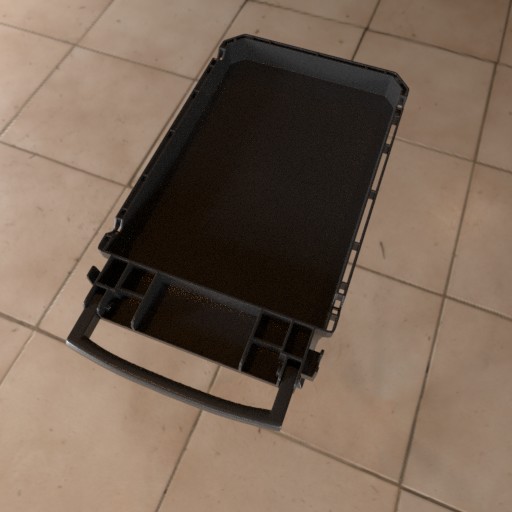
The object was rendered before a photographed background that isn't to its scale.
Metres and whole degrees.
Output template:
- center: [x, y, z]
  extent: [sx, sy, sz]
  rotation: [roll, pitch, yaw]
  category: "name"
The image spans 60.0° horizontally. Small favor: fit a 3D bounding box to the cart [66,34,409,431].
- center: [0.000, 0.000, 1.691]
  extent: [0.674, 0.884, 1.239]
  rotation: [19, 65, 9]
  category: "cart"
